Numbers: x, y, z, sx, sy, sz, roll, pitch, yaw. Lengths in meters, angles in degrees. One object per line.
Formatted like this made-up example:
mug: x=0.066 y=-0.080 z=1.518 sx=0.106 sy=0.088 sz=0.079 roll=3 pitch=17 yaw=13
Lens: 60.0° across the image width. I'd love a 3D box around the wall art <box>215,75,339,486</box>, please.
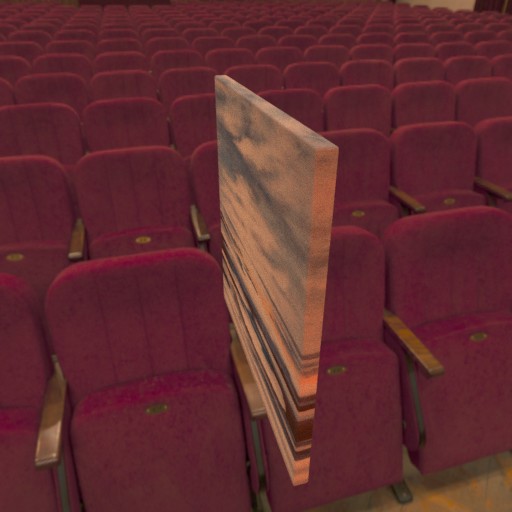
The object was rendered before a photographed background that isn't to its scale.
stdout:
wall art: x=0.000 y=0.000 z=1.102 sx=0.035 sy=0.747 sz=0.747 roll=-8 pitch=30 yaw=-13
